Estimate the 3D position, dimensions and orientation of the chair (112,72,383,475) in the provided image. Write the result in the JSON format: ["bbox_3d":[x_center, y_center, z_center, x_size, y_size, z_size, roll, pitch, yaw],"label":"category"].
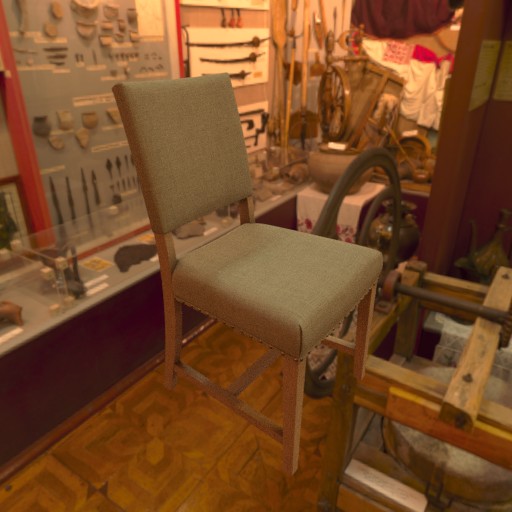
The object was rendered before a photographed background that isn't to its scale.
[{"bbox_3d":[0.000,0.000,1.343,0.622,0.986,0.508,18,31,31],"label":"chair"}]
